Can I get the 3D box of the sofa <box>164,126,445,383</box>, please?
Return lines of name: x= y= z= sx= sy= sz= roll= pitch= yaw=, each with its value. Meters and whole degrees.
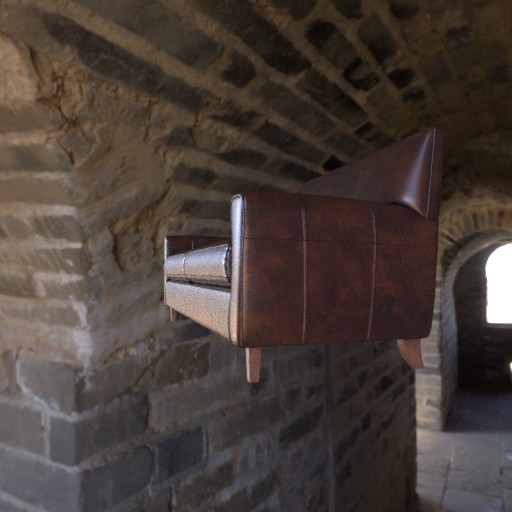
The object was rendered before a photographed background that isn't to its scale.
sofa: x=0.000 y=0.000 z=2.394 sx=0.786 sy=0.871 sz=1.995 roll=1 pitch=-2 yaw=-18
